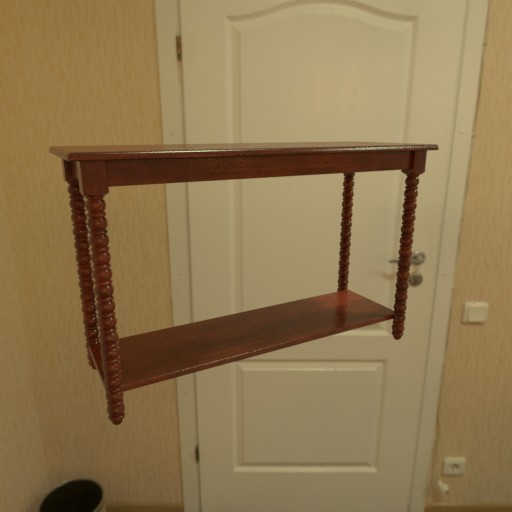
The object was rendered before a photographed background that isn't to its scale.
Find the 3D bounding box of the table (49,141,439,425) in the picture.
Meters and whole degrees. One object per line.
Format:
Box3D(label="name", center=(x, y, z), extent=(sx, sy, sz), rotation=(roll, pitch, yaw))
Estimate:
Box3D(label="table", center=(0.000, 0.000, 1.525), extent=(1.184, 0.740, 0.459), rotation=(-9, 18, -28))
